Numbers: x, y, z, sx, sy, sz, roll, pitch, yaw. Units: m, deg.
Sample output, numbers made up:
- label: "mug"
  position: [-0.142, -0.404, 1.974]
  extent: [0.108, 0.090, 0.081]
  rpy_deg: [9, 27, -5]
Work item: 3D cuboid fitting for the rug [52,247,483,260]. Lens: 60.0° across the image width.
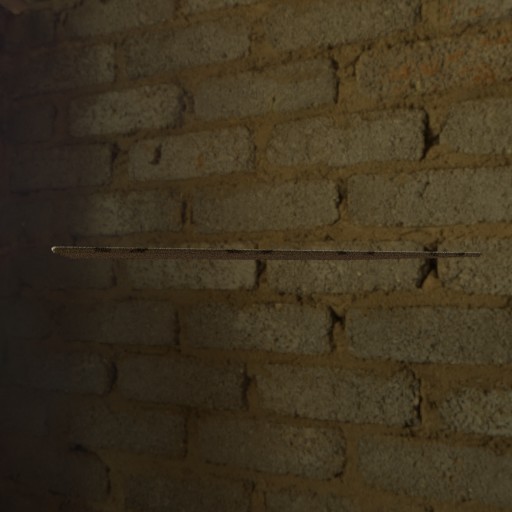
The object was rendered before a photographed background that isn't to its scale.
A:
- label: "rug"
  position: [0.000, 0.000, 2.940]
  extent: [2.348, 0.024, 1.501]
  rpy_deg: [1, -1, -20]
